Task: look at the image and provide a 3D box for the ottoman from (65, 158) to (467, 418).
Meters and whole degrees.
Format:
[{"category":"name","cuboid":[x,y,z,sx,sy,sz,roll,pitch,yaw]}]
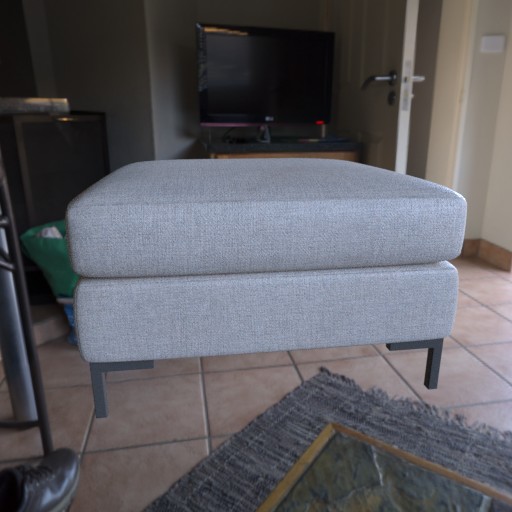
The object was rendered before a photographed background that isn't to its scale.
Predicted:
[{"category":"ottoman","cuboid":[0.000,0.000,1.196,0.820,0.490,0.671,-2,17,-8]}]
